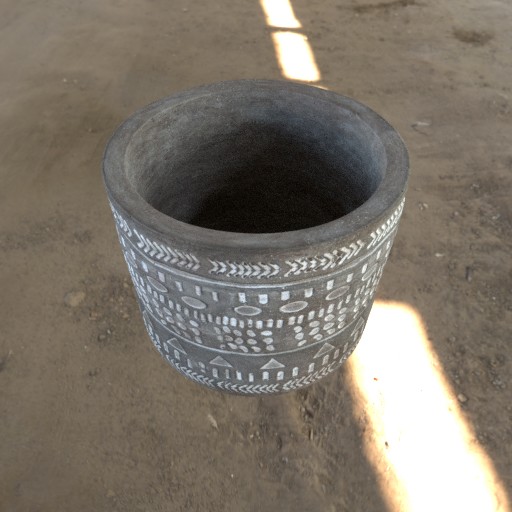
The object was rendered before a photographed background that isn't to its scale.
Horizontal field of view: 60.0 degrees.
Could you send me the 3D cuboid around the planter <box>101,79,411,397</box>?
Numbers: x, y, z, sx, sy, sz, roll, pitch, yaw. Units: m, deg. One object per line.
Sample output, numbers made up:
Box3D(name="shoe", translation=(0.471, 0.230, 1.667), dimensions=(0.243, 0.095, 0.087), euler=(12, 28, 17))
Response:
Box3D(name="planter", translation=(0.000, 0.000, 0.222), dimensions=(0.122, 0.128, 0.122), euler=(0, 46, 0))
